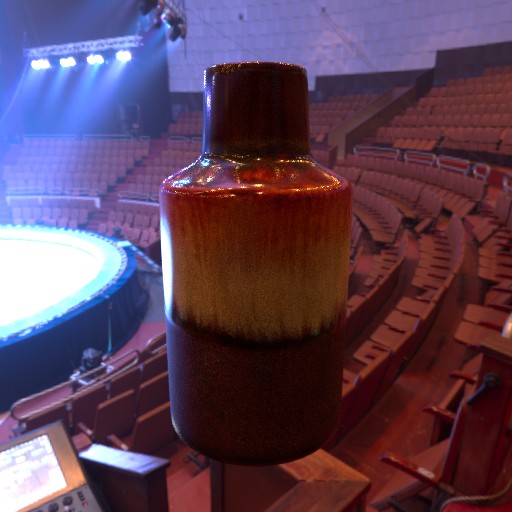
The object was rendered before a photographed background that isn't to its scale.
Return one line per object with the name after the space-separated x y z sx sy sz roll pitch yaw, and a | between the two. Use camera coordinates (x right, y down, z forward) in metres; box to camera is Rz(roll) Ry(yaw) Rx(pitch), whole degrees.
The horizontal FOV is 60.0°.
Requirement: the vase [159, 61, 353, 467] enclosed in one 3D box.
0.000 0.000 0.260 0.108 0.204 0.108 0 15 0 | vase
